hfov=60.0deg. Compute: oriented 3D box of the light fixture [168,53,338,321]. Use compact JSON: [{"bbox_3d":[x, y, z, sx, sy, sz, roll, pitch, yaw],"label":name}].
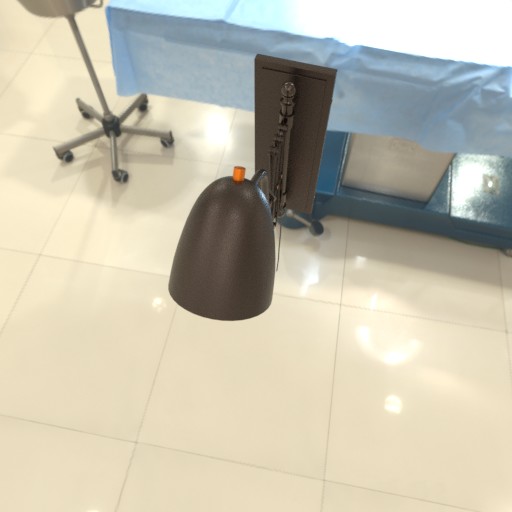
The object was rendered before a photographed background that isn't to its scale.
[{"bbox_3d":[0.000,0.000,0.942,0.162,0.715,0.499,15,61,9],"label":"light fixture"}]
